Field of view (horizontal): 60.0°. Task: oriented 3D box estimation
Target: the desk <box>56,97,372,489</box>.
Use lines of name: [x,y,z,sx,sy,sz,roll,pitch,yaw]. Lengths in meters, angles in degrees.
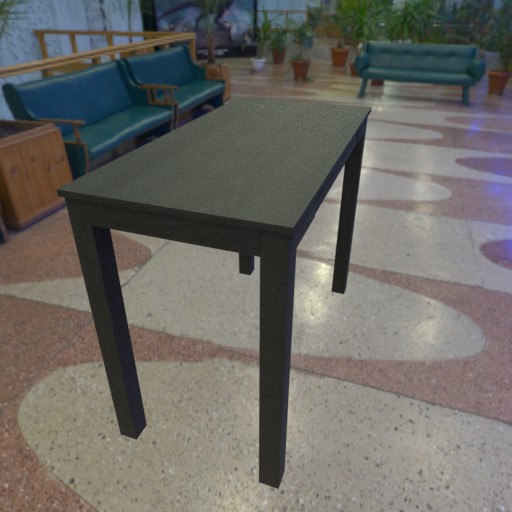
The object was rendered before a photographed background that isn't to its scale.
desk: [0.000,0.000,1.418,0.499,0.762,0.991,11,32,17]
